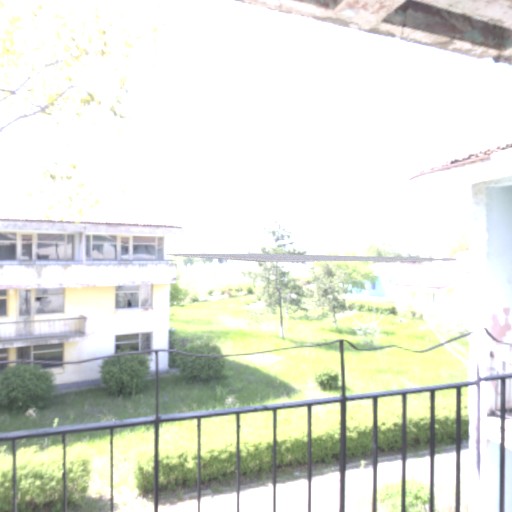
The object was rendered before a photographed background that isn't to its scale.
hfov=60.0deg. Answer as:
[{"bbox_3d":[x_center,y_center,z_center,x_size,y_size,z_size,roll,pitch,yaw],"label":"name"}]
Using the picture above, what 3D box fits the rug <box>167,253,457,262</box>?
[{"bbox_3d":[0.000,0.000,2.697,0.770,0.016,2.442,0,1,-19],"label":"rug"}]
